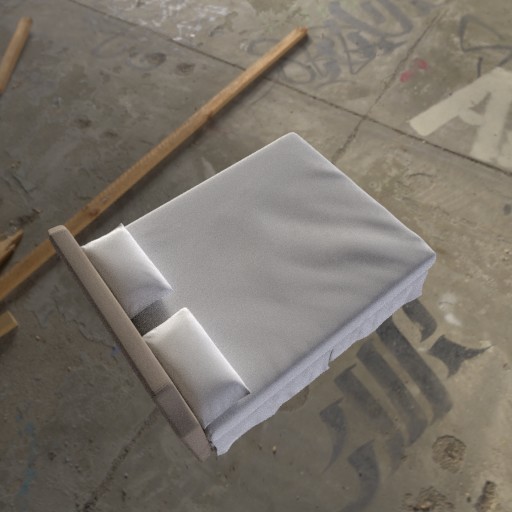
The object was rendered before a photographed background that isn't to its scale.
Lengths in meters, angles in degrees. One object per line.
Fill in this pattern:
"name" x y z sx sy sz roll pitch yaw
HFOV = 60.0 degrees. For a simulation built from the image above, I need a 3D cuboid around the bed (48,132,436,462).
"bed" 0.000 0.000 3.630 2.498 1.293 1.977 -34 64 -19
